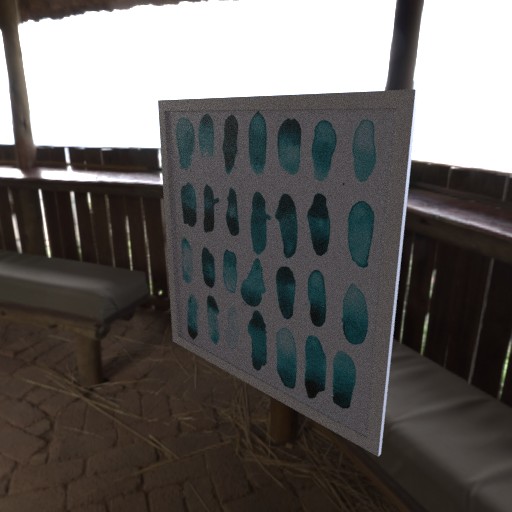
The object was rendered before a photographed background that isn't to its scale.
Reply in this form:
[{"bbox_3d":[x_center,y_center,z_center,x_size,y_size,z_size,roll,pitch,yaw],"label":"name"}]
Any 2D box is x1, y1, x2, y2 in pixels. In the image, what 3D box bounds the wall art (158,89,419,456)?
[{"bbox_3d":[0.000,0.000,0.822,0.558,0.559,0.009,16,24,41],"label":"wall art"}]
